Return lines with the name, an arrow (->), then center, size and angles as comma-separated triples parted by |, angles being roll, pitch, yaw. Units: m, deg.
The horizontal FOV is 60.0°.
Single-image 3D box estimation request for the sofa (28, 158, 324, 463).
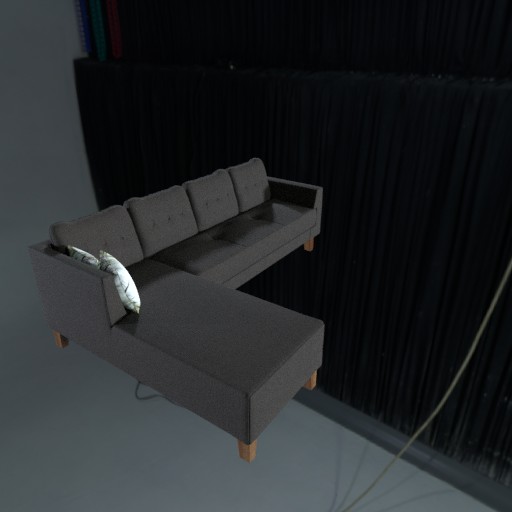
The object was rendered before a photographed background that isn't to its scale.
sofa -> 0.000, 0.000, 3.546 | 1.829, 0.932, 2.679 | 17, 30, 31
